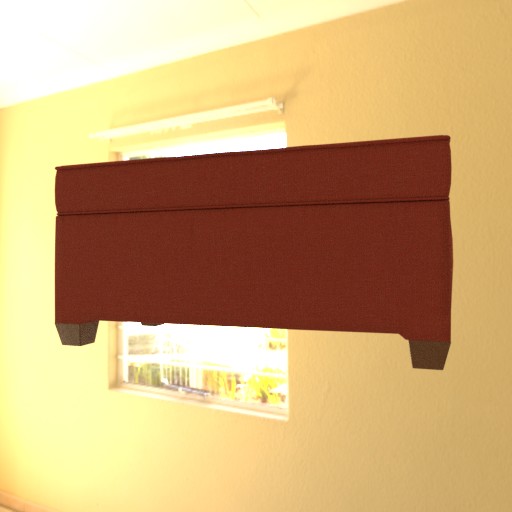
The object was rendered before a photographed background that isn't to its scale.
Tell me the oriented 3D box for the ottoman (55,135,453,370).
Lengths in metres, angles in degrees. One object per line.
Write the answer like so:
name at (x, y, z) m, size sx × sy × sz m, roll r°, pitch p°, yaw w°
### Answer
ottoman at (0.000, 0.000, 1.194) m, size 0.948 × 0.454 × 0.497 m, roll 0°, pitch -1°, yaw 17°
